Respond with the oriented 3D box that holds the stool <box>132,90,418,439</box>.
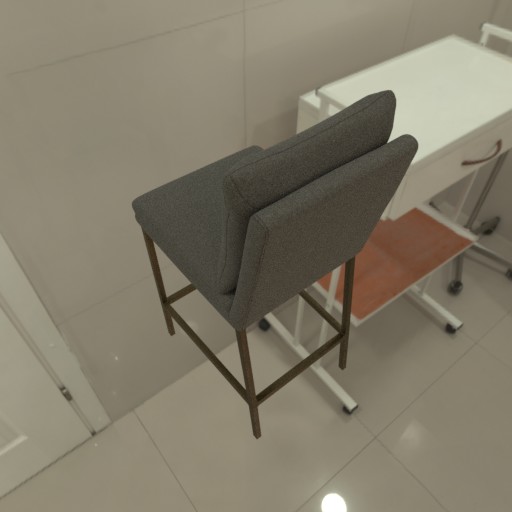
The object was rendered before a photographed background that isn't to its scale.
[{"bbox_3d":[0.000,0.000,1.300,0.463,1.030,0.569,-30,54,-25],"label":"stool"}]
